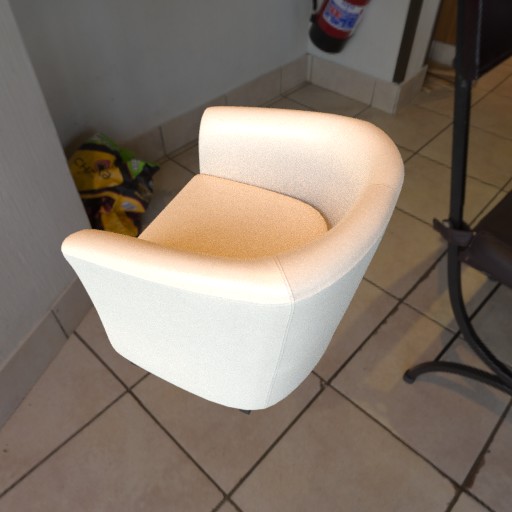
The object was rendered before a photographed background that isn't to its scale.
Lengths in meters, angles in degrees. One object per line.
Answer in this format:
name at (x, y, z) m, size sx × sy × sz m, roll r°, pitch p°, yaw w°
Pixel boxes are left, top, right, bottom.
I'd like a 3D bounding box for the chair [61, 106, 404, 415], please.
chair at (0.000, 0.000, 1.391) m, size 0.727 × 0.756 × 0.792 m, roll 18°, pitch 49°, yaw 17°
